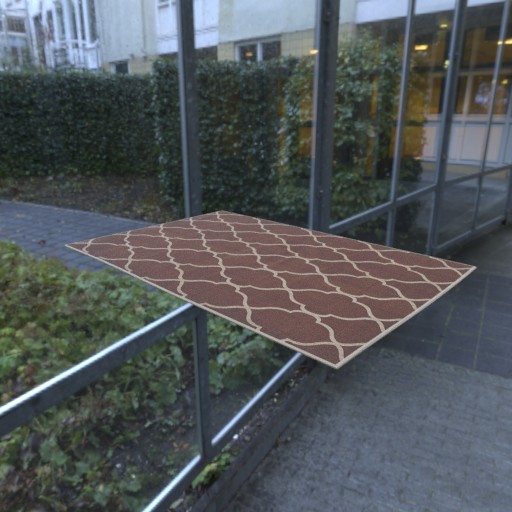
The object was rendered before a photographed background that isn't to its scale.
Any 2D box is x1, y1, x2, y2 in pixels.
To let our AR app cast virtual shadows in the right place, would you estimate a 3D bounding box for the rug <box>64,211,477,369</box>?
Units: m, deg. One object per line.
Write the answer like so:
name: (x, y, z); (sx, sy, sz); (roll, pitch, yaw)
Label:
rug: (0.000, 0.000, 2.916); (2.294, 0.014, 1.528); (17, 25, 40)
